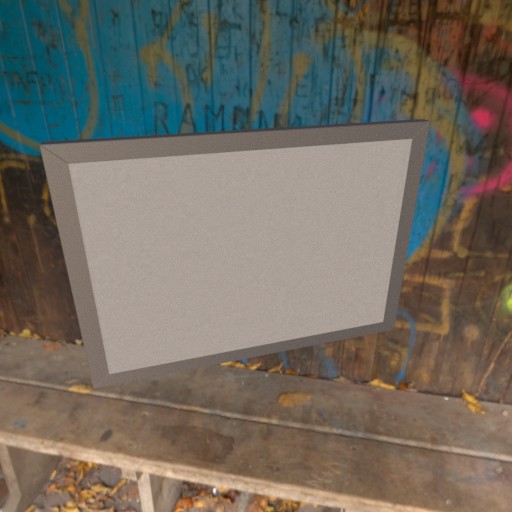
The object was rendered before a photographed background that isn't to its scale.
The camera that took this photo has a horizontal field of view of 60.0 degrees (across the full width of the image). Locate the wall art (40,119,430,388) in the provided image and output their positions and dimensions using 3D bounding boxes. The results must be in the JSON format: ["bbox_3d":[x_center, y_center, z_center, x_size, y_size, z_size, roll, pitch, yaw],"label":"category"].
[{"bbox_3d":[0.000,0.000,0.550,0.432,0.306,0.016,-8,28,-15],"label":"wall art"}]
